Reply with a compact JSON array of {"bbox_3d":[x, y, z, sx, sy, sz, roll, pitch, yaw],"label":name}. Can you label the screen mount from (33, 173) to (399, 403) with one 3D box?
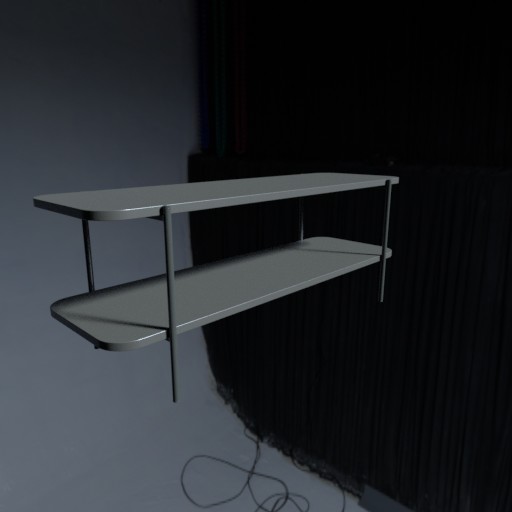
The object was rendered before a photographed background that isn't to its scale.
[{"bbox_3d":[0.000,0.000,1.400,0.400,0.447,1.200,14,20,43],"label":"screen mount"}]
